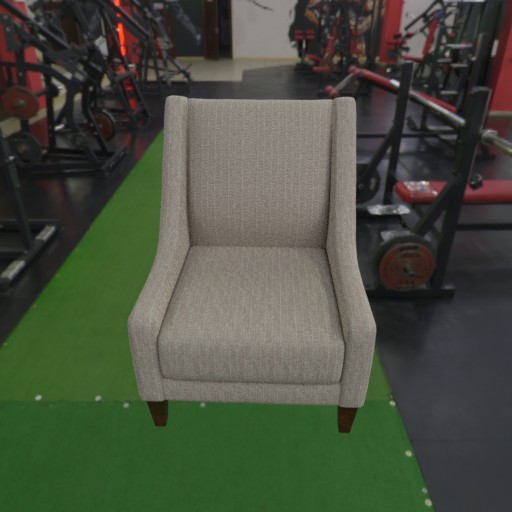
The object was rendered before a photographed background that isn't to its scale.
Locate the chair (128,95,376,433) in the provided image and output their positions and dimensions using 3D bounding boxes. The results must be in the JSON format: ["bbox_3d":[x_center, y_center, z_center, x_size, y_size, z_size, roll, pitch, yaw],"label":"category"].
[{"bbox_3d":[0.000,0.000,1.670,0.774,1.014,0.870,1,30,2],"label":"chair"}]
